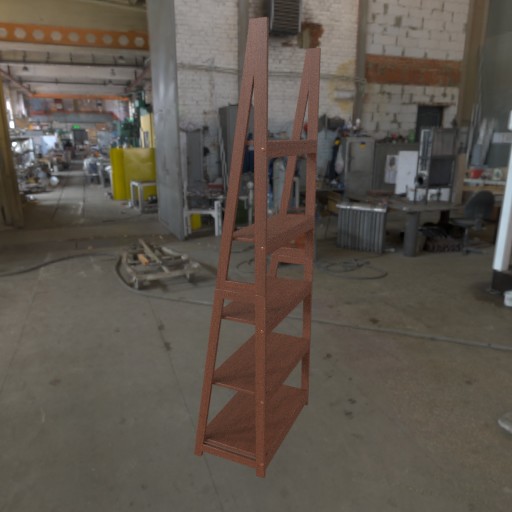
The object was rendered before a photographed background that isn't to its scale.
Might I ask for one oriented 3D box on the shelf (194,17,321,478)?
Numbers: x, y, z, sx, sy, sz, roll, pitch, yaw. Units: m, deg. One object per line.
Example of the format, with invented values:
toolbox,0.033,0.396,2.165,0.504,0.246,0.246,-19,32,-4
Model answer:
shelf,0.000,0.000,1.978,0.350,1.770,0.600,7,17,24
